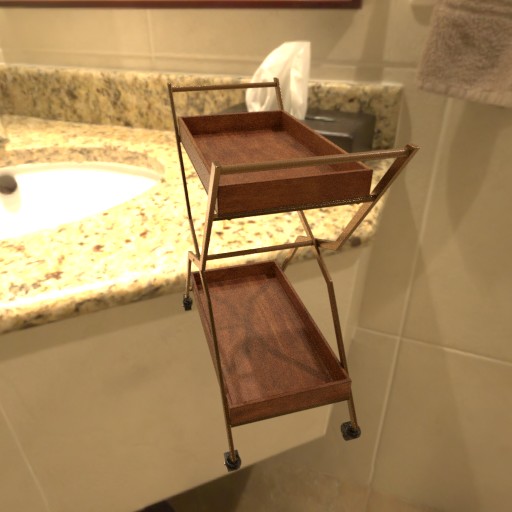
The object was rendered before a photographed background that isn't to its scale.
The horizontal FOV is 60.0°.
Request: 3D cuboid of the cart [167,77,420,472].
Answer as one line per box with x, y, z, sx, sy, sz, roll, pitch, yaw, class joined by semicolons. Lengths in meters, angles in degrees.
0.000;0.000;1.318;0.405;0.869;0.836;-8;32;-14;cart
